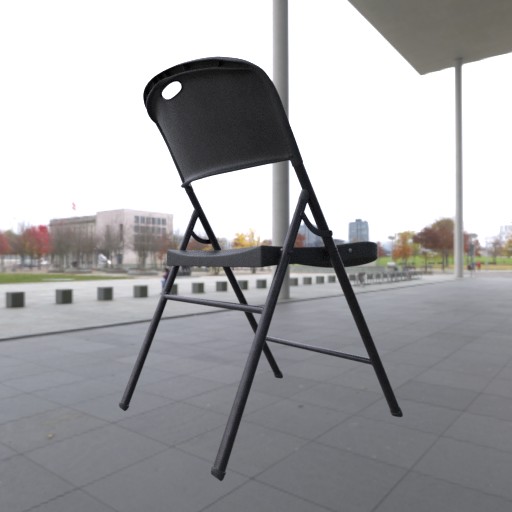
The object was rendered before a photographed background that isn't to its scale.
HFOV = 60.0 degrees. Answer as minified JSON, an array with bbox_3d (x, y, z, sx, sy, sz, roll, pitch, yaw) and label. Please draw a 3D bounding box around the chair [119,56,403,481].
[{"bbox_3d":[0.000,0.000,1.146,0.567,0.810,0.494,0,-1,-37],"label":"chair"}]
